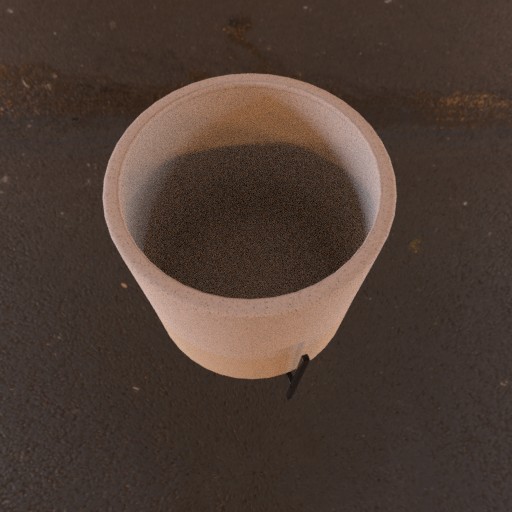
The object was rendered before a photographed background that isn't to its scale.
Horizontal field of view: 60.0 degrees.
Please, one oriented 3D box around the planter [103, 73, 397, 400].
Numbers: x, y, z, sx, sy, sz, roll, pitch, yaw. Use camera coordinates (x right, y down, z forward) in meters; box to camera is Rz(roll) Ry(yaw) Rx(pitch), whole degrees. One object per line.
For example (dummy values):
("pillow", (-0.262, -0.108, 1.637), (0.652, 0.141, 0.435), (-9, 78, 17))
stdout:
("planter", (0.000, 0.000, 0.661), (0.313, 0.423, 0.335), (35, 69, 16))
